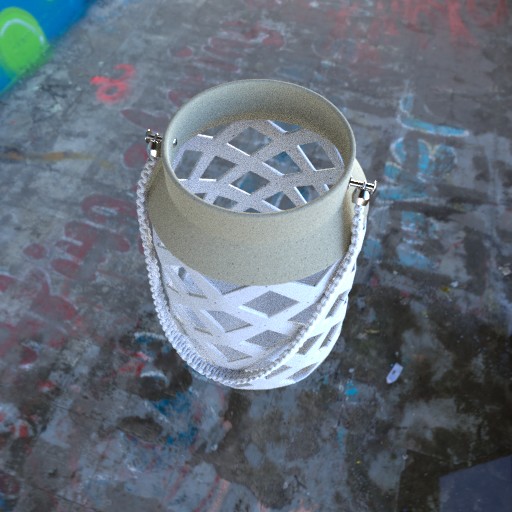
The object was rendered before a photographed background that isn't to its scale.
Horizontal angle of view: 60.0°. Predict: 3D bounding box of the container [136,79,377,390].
[{"bbox_3d":[0.000,0.000,0.394,0.188,0.264,0.198,15,59,9],"label":"container"}]
